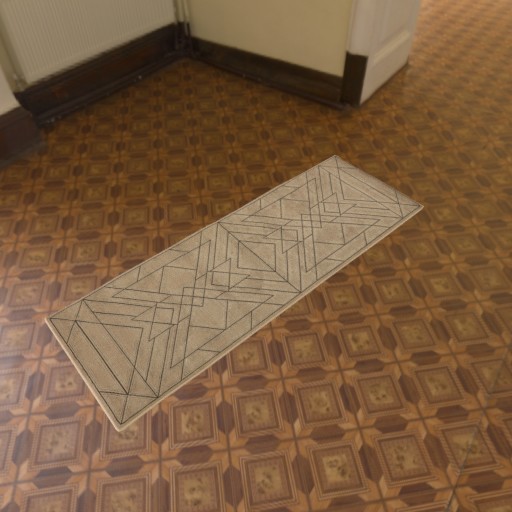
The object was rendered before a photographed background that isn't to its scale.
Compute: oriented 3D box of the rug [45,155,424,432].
[{"bbox_3d":[0.000,0.000,2.756,2.381,0.036,0.831,-33,55,-27],"label":"rug"}]
